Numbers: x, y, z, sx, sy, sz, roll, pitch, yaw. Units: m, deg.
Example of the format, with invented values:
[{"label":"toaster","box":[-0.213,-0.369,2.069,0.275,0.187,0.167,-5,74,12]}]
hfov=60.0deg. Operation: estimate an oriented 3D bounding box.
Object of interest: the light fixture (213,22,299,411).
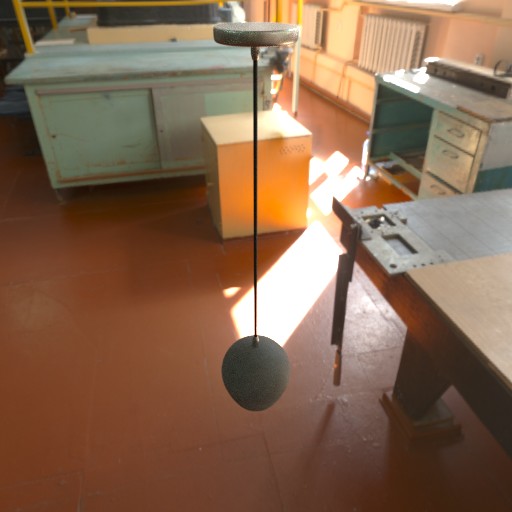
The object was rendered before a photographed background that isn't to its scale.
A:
[{"label":"light fixture","box":[0.000,0.000,0.822,0.153,0.760,0.153,12,35,17]}]
